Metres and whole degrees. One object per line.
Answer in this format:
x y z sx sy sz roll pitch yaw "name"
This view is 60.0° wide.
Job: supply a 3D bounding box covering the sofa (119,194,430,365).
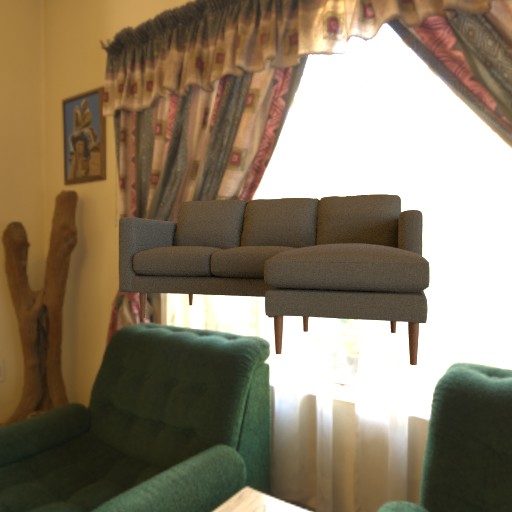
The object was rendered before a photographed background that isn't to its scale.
0.000 0.000 2.865 2.031 0.897 1.591 0 1 19 "sofa"
